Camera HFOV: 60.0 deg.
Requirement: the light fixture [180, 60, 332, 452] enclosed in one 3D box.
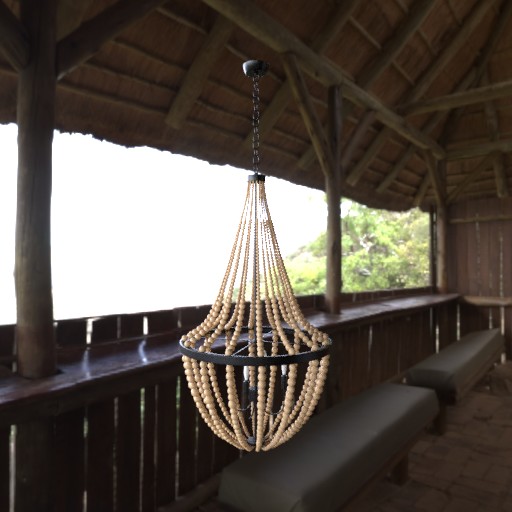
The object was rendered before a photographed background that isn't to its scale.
[{"bbox_3d":[0.000,0.000,1.324,0.450,1.133,0.450,0,1,0],"label":"light fixture"}]
